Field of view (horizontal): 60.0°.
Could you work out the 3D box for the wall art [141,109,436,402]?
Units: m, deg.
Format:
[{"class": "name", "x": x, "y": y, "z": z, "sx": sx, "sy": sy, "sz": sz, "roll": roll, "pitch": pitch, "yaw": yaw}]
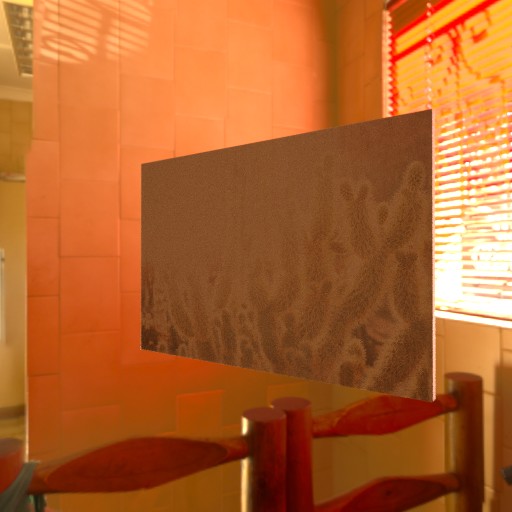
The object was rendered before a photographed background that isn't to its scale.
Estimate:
[{"class": "wall art", "x": 0.000, "y": 0.000, "z": 1.987, "sx": 1.525, "sy": 1.012, "sz": 0.038, "roll": 0, "pitch": 0, "yaw": 36}]
